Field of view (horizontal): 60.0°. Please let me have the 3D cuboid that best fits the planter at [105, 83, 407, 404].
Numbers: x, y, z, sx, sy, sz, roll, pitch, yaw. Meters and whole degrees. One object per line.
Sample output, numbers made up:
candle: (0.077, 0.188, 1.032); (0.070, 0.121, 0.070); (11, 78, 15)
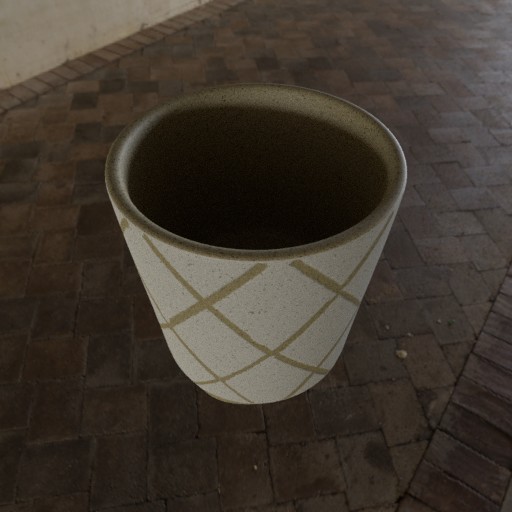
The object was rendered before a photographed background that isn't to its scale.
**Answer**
planter: (0.000, 0.000, 0.358); (0.191, 0.199, 0.191); (0, 47, 0)
